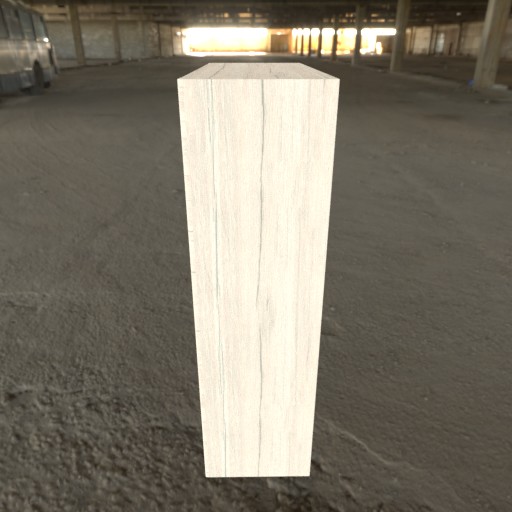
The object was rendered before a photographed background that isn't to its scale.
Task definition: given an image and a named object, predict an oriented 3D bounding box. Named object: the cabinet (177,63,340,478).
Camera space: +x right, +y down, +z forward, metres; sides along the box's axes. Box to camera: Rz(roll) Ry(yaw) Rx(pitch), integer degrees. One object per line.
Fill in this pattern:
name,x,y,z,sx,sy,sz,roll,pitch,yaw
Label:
cabinet,0.000,0.000,2.656,0.580,2.070,1.400,0,26,-1
